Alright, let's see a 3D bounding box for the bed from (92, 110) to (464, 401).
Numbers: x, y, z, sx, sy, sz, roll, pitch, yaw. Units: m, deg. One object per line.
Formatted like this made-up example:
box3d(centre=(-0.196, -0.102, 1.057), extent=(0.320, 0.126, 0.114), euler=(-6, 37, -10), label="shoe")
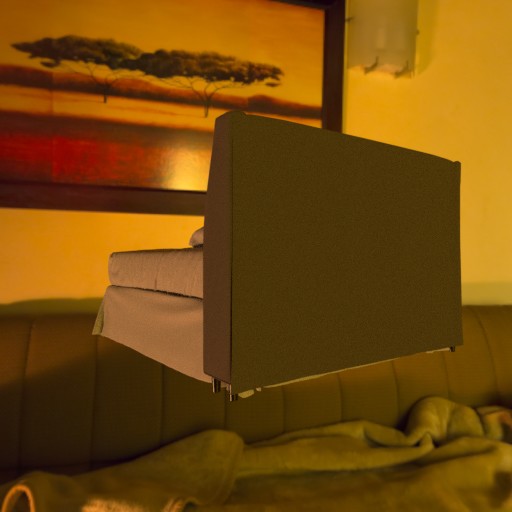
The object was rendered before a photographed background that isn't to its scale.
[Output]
box3d(centre=(0.000, 0.000, 3.424), extent=(1.925, 1.332, 2.276), euler=(0, 0, -36), label="bed")
